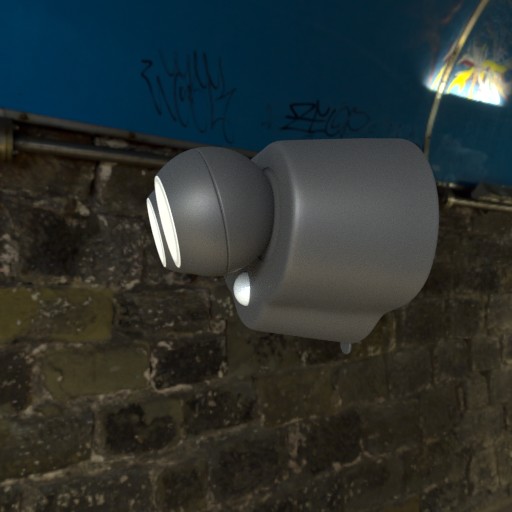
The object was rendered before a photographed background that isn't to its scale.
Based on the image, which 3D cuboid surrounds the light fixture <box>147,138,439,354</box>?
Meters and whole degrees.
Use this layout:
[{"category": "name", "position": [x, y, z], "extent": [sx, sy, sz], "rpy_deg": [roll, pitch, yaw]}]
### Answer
[{"category": "light fixture", "position": [0.000, 0.000, 0.343], "extent": [0.159, 0.159, 0.229], "rpy_deg": [0, -1, -17]}]
